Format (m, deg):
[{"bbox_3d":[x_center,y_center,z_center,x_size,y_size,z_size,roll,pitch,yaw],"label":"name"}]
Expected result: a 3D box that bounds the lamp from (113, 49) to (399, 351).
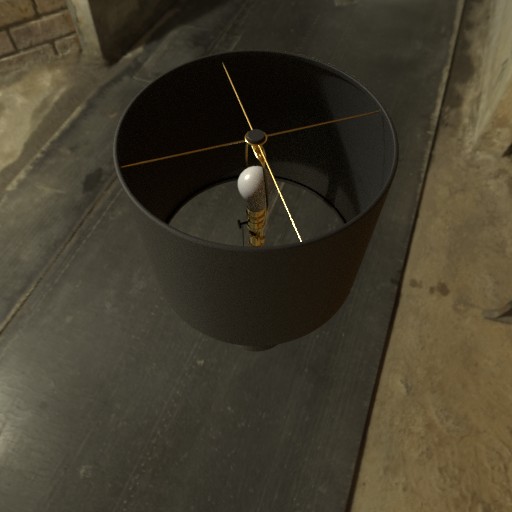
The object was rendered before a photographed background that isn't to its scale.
[{"bbox_3d":[0.000,0.000,0.808,0.359,0.584,0.359,-15,59,-9],"label":"lamp"}]
